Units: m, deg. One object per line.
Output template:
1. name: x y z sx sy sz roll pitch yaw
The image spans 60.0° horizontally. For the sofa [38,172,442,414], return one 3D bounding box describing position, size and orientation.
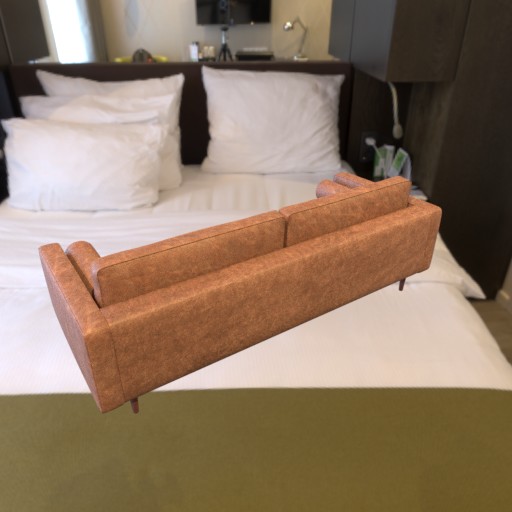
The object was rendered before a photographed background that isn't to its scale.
1. sofa: 0.000 0.000 2.634 2.210 0.762 0.914 -18 34 -29
